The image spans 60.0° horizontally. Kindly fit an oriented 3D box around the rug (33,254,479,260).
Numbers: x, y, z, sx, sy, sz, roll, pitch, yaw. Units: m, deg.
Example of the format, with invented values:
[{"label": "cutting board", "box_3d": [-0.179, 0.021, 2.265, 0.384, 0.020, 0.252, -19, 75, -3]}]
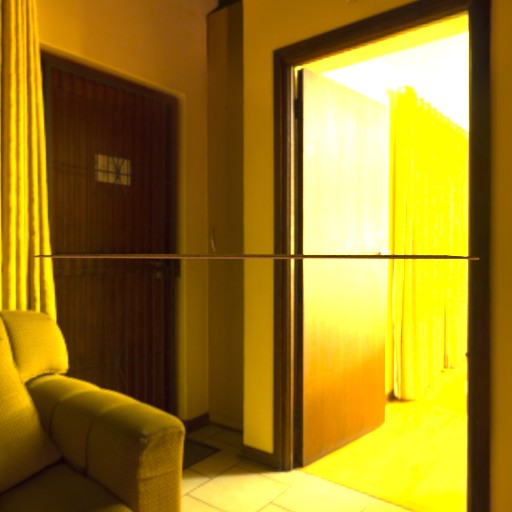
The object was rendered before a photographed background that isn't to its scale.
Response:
[{"label": "rug", "box_3d": [0.000, 0.000, 1.434, 1.220, 0.007, 0.605, 0, 1, 18]}]
